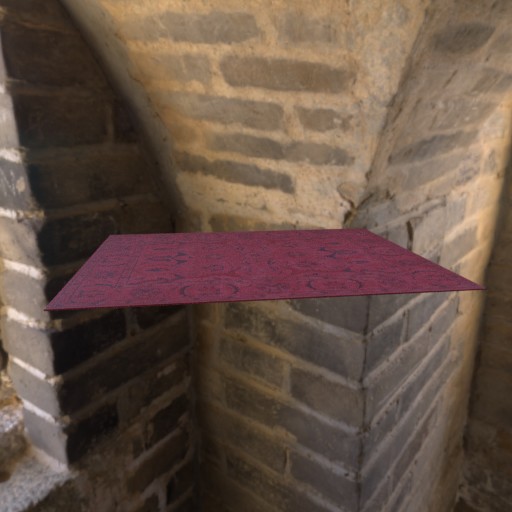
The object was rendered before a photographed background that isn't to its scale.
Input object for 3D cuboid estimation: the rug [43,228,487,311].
[{"bbox_3d":[0.000,0.000,3.986,2.929,0.012,2.300,-2,14,-8],"label":"rug"}]
